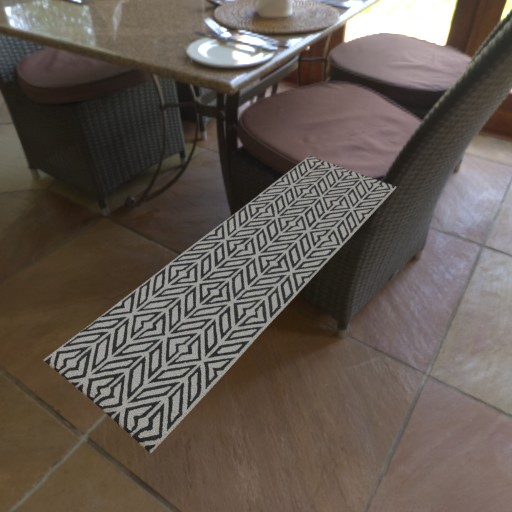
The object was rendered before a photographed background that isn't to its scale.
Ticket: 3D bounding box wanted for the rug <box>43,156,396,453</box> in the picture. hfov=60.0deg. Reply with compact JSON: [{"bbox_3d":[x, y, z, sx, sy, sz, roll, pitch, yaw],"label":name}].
[{"bbox_3d":[0.000,0.000,2.696,0.750,0.009,2.435,27,49,26],"label":"rug"}]
